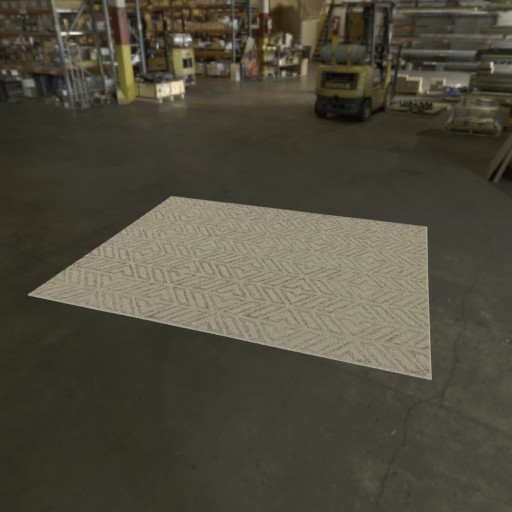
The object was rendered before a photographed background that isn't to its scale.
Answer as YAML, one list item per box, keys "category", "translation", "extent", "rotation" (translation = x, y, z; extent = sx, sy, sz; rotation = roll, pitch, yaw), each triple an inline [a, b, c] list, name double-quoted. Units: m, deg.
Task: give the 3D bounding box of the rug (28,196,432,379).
- category: "rug"
  translation: [0.000, 0.000, 4.135]
  extent: [3.045, 0.008, 2.421]
  rotation: [9, 29, 16]
